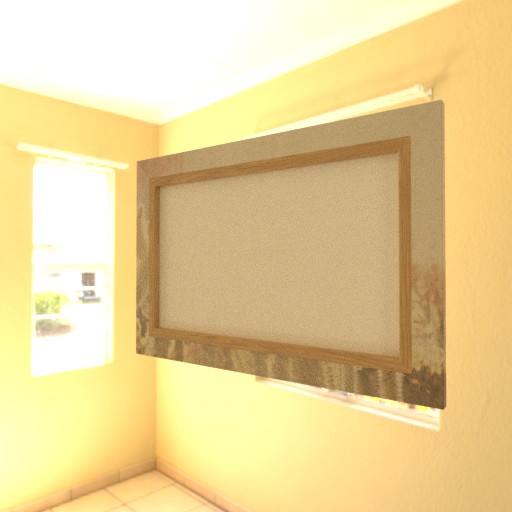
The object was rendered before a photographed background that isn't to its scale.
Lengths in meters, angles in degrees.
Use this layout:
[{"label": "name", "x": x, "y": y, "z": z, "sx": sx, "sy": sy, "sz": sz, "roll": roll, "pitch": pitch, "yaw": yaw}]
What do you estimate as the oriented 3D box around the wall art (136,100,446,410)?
[{"label": "wall art", "x": 0.000, "y": 0.000, "z": 1.903, "sx": 1.525, "sy": 1.012, "sz": 0.038, "roll": -1, "pitch": -1, "yaw": 36}]
